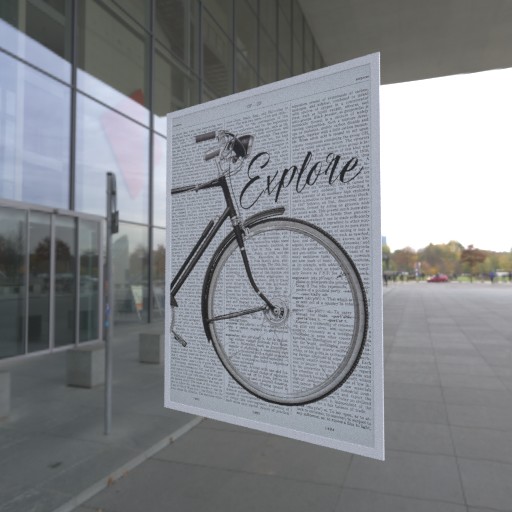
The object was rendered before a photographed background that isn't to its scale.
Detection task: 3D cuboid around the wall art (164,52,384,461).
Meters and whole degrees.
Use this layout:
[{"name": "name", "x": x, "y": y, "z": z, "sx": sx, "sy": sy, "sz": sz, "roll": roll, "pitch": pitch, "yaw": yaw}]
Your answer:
[{"name": "wall art", "x": 0.000, "y": 0.000, "z": 0.792, "sx": 0.457, "sy": 0.610, "sz": 0.003, "roll": -2, "pitch": -3, "yaw": 35}]
